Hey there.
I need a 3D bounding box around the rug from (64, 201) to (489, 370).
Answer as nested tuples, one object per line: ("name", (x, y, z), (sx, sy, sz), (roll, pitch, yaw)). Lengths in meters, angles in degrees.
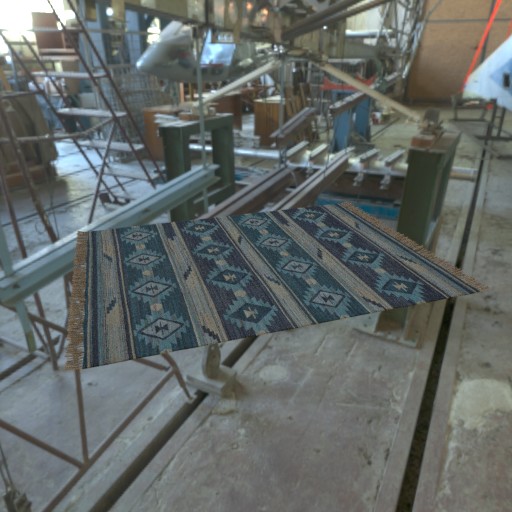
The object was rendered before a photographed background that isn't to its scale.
("rug", (0.000, 0.000, 4.223), (3.307, 0.047, 2.418), (-8, 26, -16))
